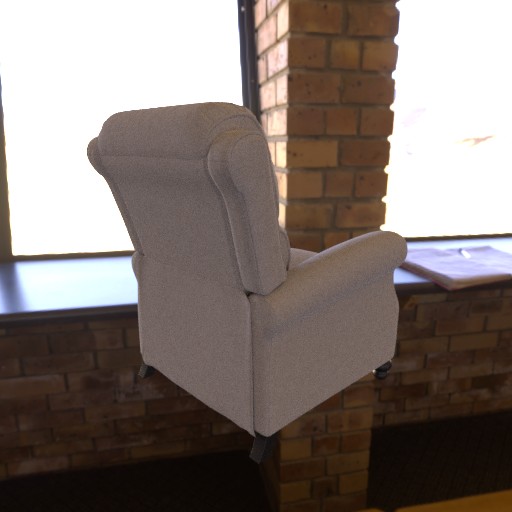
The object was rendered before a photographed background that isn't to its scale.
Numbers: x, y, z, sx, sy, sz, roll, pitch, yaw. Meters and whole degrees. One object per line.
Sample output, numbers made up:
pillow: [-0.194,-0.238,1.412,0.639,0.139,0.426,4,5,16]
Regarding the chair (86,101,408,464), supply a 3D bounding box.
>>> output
chair: [0.000,0.000,1.683,0.919,1.046,0.859,-13,19,-42]
